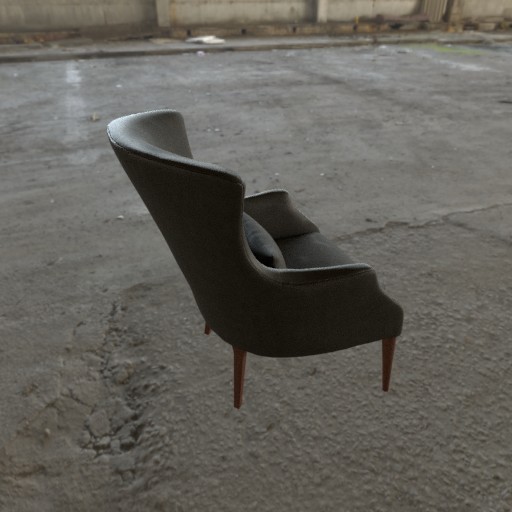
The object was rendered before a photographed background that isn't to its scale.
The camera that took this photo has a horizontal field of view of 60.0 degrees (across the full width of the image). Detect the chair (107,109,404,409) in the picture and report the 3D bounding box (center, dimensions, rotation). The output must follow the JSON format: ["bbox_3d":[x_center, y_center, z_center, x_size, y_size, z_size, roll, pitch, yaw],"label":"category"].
[{"bbox_3d":[0.000,0.000,1.745,0.954,1.068,0.819,-11,32,-17],"label":"chair"}]
